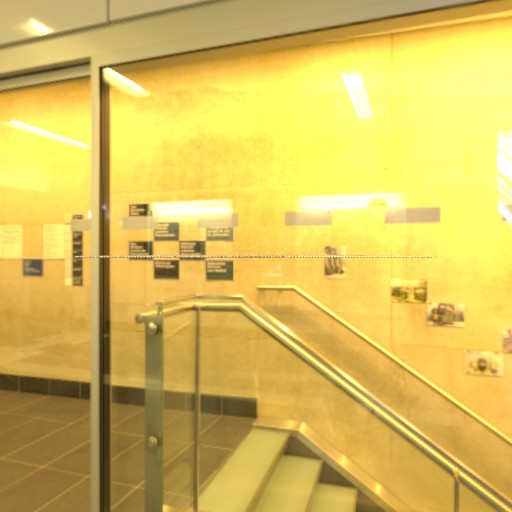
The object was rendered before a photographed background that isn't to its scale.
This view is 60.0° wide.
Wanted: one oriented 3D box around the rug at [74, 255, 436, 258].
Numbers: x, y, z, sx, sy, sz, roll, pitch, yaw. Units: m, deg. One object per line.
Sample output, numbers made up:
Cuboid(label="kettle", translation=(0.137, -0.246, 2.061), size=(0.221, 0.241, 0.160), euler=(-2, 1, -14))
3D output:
Cuboid(label="rug", translation=(0.000, 0.000, 3.045), size=(1.529, 0.010, 2.440), euler=(0, 0, 0))
